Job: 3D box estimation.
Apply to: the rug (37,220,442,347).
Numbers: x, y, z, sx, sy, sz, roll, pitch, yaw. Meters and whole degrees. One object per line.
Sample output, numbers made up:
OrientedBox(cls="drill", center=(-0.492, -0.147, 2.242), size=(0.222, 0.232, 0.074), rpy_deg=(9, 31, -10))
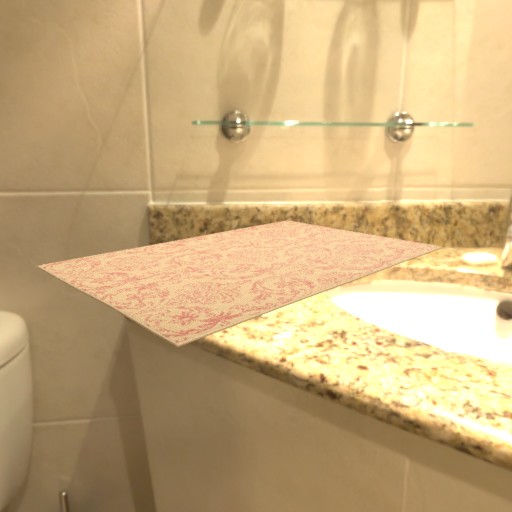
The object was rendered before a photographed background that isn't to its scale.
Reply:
OrientedBox(cls="rug", center=(0.000, 0.000, 3.559), size=(2.746, 0.018, 1.819), rpy_deg=(-14, 20, -42))
